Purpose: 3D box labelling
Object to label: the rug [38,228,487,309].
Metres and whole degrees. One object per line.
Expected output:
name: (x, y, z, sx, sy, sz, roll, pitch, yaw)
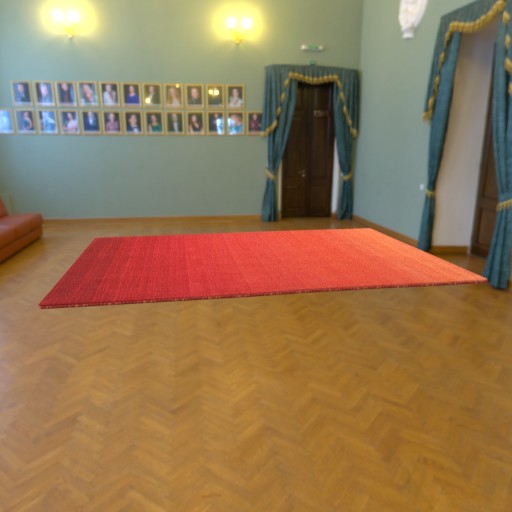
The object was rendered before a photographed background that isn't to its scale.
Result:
rug: (0.000, 0.000, 2.350, 1.835, 0.018, 1.230, -3, 14, -10)
